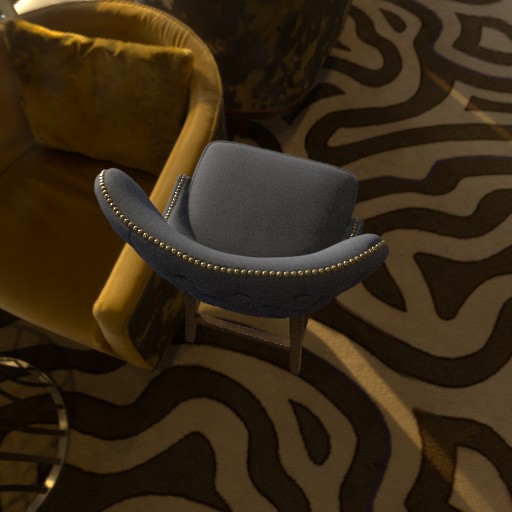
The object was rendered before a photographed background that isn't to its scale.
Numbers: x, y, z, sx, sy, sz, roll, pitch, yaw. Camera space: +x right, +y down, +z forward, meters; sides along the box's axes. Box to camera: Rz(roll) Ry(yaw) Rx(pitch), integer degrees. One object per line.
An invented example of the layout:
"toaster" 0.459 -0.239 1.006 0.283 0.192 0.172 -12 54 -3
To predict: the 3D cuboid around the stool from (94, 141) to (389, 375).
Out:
"stool" 0.000 0.000 1.333 0.615 0.972 0.597 15 64 8
